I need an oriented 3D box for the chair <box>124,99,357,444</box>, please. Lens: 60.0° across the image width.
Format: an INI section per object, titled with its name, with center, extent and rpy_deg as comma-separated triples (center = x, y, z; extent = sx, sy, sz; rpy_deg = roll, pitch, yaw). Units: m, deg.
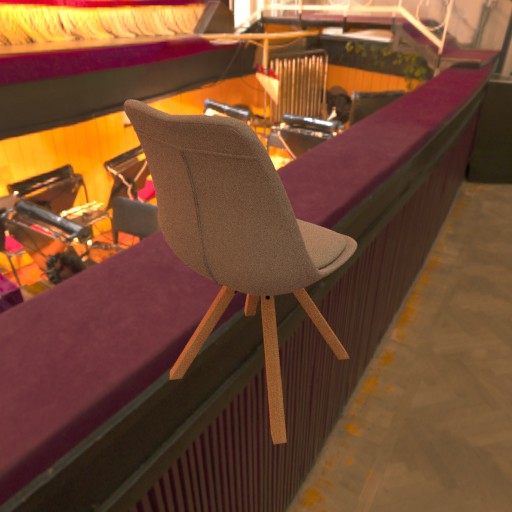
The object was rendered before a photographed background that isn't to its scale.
[chair]
center = 0.000, 0.000, 1.196
extent = 0.474, 0.863, 0.549
rpy_deg = 21, 36, 31
